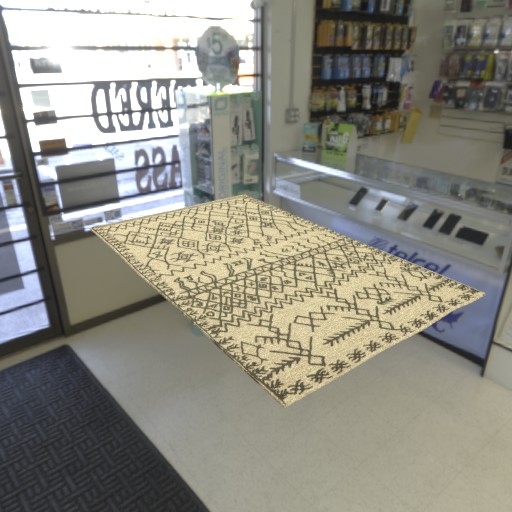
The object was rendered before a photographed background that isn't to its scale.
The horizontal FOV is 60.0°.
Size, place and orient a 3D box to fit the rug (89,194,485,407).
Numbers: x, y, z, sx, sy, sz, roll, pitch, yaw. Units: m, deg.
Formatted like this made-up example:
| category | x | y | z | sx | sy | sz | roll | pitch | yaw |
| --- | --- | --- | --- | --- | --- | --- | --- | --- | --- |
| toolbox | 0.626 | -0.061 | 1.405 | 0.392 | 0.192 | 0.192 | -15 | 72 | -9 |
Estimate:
| category | x | y | z | sx | sy | sz | roll | pitch | yaw |
| --- | --- | --- | --- | --- | --- | --- | --- | --- | --- |
| rug | 0.000 | 0.000 | 3.066 | 1.530 | 0.012 | 2.444 | -17 | 30 | -33 |
